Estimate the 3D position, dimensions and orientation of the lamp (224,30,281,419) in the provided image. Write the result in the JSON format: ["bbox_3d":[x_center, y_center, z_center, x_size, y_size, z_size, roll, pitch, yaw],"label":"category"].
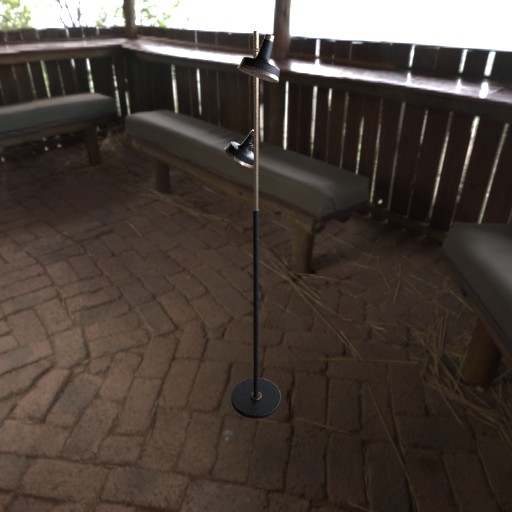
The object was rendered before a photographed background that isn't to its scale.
[{"bbox_3d":[0.000,0.000,1.844,0.253,1.674,0.351,-8,31,-14],"label":"lamp"}]
